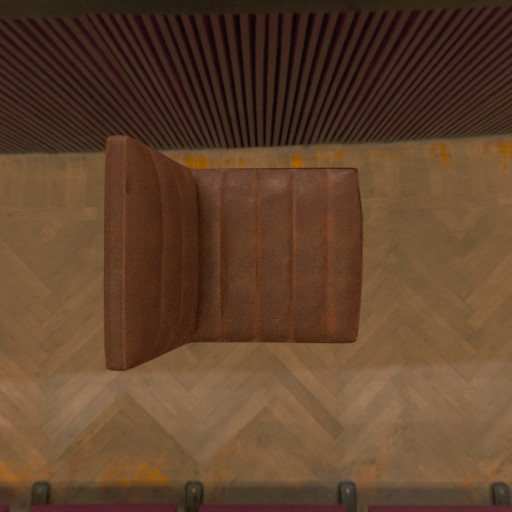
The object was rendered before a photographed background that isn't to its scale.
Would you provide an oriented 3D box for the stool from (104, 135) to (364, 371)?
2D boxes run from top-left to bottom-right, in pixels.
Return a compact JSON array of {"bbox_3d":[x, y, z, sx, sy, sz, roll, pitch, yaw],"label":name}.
[{"bbox_3d":[0.000,0.000,1.272,0.562,0.942,0.463,0,89,1],"label":"stool"}]
